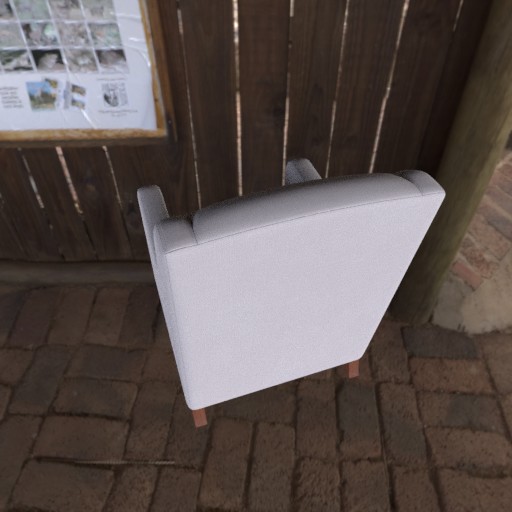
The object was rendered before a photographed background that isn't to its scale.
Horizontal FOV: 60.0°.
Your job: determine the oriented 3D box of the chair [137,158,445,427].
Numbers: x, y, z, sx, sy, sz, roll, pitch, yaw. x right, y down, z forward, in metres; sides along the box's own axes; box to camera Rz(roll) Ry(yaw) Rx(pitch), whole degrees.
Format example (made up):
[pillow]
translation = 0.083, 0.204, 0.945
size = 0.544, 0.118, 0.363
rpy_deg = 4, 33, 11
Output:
[chair]
translation = 0.000, 0.000, 1.615
size = 0.715, 1.010, 0.863
rpy_deg = -13, 43, -14
